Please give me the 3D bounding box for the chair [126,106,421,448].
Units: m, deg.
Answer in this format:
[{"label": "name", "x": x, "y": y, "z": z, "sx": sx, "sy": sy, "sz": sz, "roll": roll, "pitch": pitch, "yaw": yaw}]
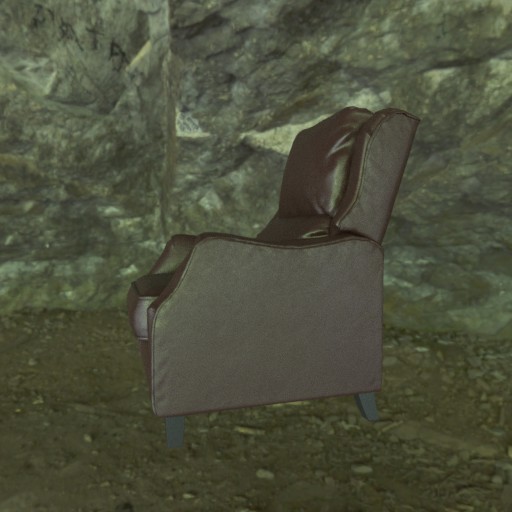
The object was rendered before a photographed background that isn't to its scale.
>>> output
[{"label": "chair", "x": 0.000, "y": 0.000, "z": 1.760, "sx": 0.982, "sy": 1.132, "sz": 0.770, "roll": -1, "pitch": 2, "yaw": -18}]
